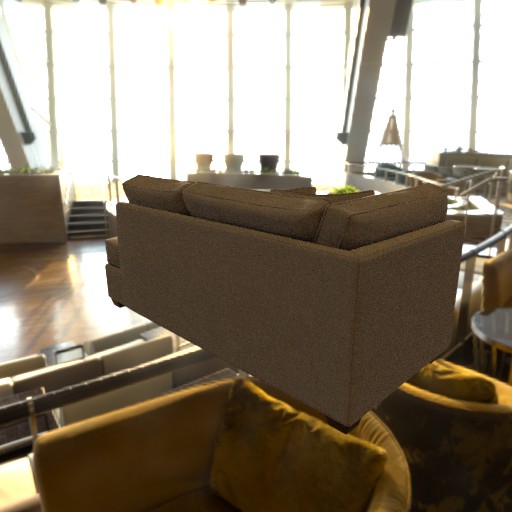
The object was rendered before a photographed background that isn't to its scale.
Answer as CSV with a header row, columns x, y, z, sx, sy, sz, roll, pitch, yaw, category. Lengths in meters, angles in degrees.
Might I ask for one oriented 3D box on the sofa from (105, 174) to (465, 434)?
x,y,z,sx,sy,sz,roll,pitch,yaw,category
0.000,0.000,2.913,1.110,1.019,2.238,-15,21,-42,sofa
